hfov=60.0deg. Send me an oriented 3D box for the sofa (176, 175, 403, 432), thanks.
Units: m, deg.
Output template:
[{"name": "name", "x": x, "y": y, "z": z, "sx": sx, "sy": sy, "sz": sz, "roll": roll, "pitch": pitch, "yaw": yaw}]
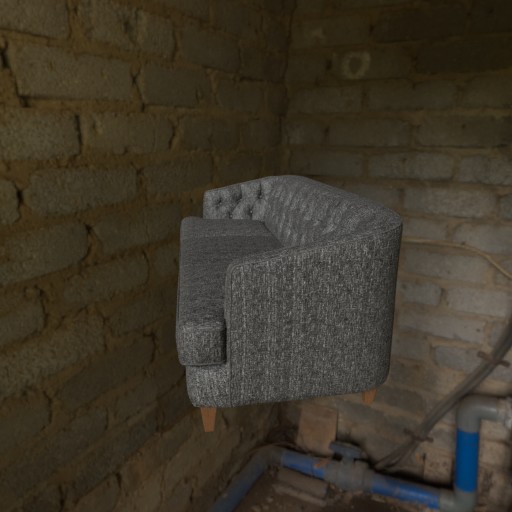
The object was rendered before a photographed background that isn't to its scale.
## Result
[{"name": "sofa", "x": 0.000, "y": 0.000, "z": 2.734, "sx": 0.941, "sy": 0.855, "sz": 2.278, "roll": -2, "pitch": 15, "yaw": -8}]
